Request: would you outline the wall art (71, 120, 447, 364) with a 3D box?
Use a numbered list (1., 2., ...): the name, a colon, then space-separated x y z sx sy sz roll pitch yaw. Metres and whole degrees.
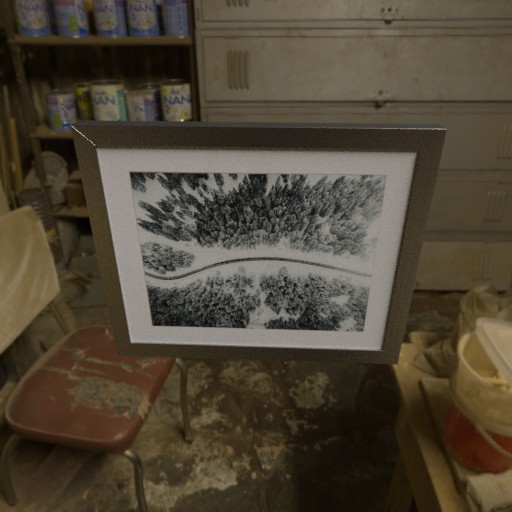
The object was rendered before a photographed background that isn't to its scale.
1. wall art: 0.000 0.000 0.782 0.557 0.456 0.032 1 29 2
